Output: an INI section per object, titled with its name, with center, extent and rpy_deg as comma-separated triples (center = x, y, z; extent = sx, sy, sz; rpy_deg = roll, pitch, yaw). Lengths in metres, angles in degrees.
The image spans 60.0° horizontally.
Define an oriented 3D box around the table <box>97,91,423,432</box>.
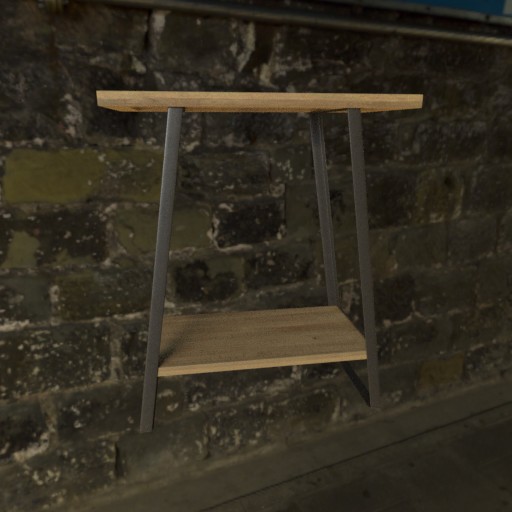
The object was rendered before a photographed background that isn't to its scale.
[table]
center = 0.000, 0.000, 1.040
extent = 0.599, 0.701, 0.300
rpy_deg = -3, 16, -9
